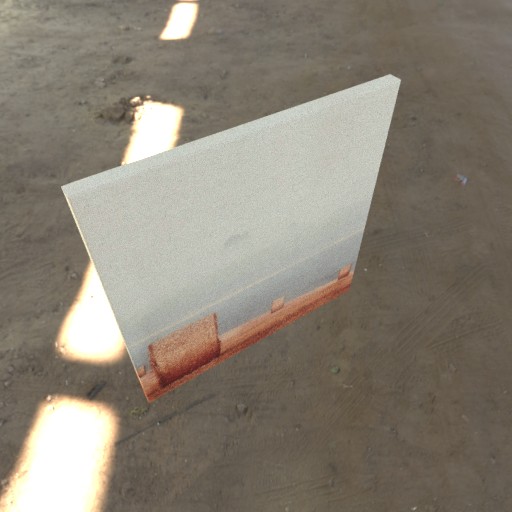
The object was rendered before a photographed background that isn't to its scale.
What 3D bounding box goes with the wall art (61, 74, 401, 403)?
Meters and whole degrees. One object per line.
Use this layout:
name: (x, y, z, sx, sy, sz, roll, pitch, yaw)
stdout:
wall art: (0.000, 0.000, 0.614, 0.405, 0.405, 0.023, -26, 52, -22)
